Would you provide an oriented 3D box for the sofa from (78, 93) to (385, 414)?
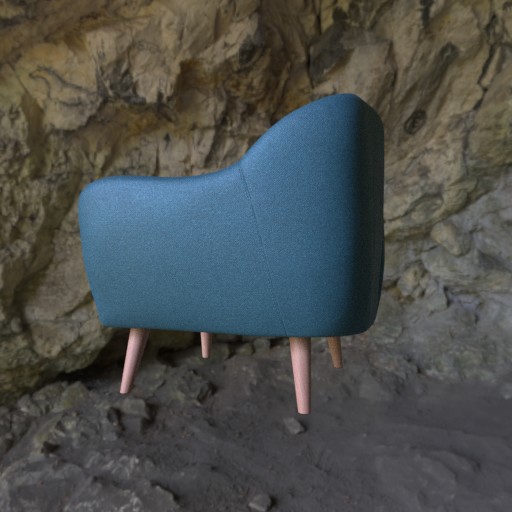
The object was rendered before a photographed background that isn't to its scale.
[{"bbox_3d":[0.000,0.000,1.476,0.825,0.817,0.836,-1,-2,20],"label":"sofa"}]
